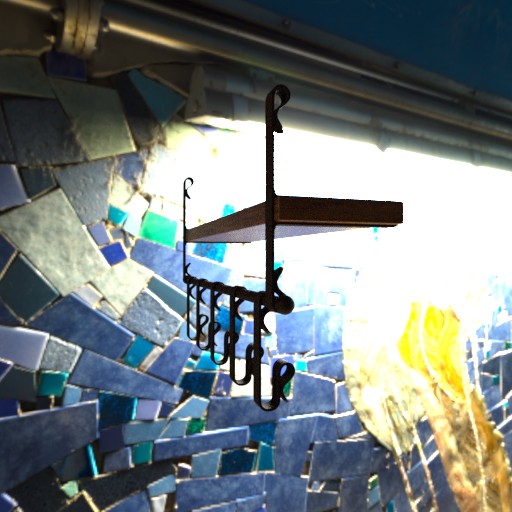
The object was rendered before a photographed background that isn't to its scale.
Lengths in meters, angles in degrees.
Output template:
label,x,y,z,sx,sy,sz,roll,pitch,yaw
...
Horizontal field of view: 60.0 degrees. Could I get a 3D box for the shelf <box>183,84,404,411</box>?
label,x,y,z,sx,sy,sz,roll,pitch,yaw
shelf,0.000,0.000,0.702,0.146,0.330,0.567,0,0,-18
